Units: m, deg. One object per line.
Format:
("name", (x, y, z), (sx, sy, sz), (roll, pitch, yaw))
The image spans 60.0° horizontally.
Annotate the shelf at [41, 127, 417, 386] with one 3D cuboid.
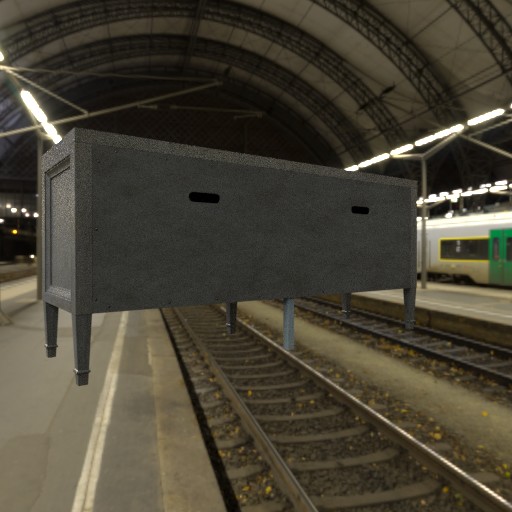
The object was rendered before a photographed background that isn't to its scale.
("shelf", (0.000, 0.000, 1.872), (1.575, 0.719, 0.479), (0, 1, -36))
